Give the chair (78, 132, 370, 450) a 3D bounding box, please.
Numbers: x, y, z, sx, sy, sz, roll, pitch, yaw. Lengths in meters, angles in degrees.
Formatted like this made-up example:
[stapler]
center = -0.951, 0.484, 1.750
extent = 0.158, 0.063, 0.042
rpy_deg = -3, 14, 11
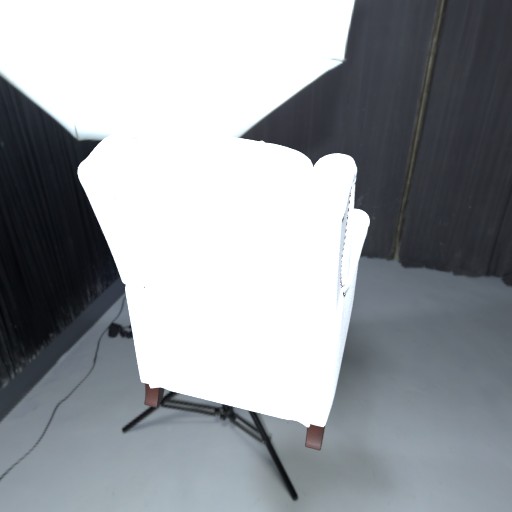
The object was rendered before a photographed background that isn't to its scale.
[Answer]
[chair]
center = 0.000, 0.000, 1.603
extent = 0.742, 1.035, 0.902
rpy_deg = 9, 31, 15
